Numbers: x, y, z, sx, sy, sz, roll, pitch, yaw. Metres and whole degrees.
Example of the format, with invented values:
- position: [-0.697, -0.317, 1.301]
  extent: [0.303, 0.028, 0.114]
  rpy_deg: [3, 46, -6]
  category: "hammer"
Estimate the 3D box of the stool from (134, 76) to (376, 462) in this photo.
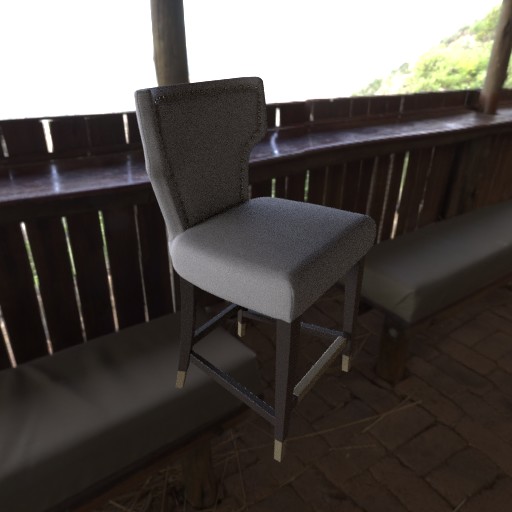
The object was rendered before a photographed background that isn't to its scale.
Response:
- position: [0.000, 0.000, 1.358]
  extent: [0.563, 0.982, 0.527]
  rpy_deg: [17, 31, 31]
  category: "stool"
